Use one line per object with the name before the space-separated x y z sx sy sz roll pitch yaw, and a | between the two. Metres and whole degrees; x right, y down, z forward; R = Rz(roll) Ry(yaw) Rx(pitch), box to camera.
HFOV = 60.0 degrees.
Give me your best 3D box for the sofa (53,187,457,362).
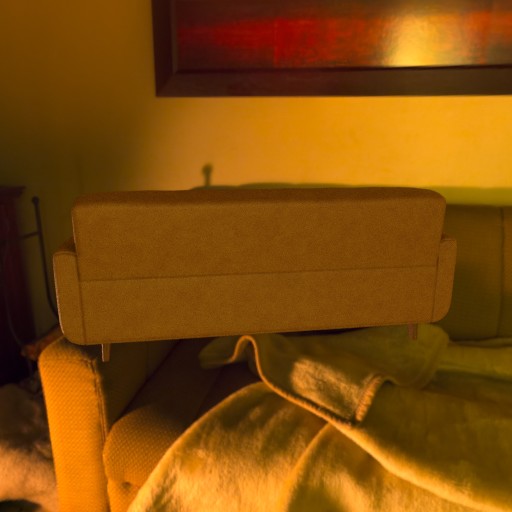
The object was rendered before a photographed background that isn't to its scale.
sofa | 0.000 0.000 2.749 2.137 0.892 0.980 -2 14 -9
